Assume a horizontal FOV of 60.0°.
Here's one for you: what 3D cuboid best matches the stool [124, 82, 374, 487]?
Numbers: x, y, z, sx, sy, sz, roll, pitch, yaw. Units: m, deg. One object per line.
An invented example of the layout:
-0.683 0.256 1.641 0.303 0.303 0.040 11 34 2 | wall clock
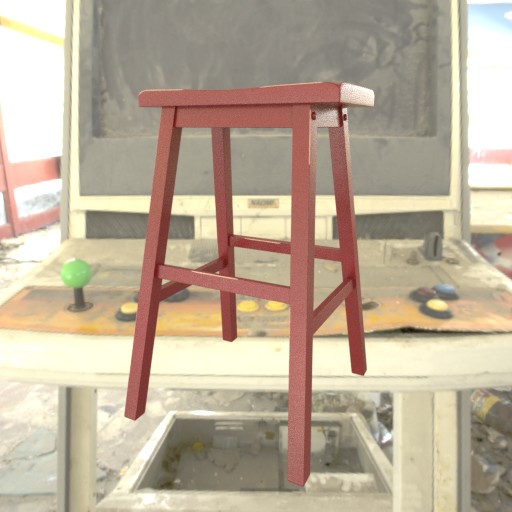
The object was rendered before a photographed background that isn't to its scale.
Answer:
0.000 0.000 1.047 0.457 0.737 0.476 9 19 27 | stool
